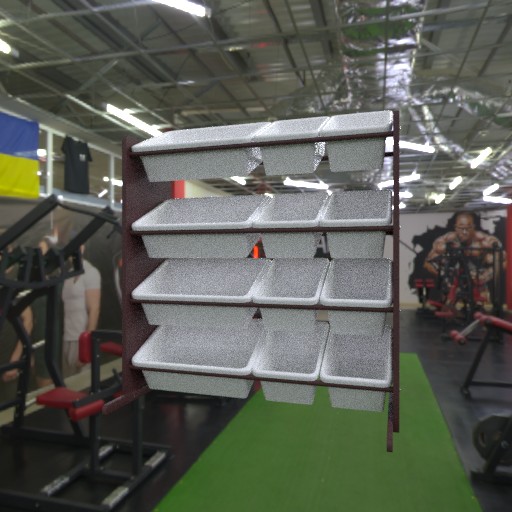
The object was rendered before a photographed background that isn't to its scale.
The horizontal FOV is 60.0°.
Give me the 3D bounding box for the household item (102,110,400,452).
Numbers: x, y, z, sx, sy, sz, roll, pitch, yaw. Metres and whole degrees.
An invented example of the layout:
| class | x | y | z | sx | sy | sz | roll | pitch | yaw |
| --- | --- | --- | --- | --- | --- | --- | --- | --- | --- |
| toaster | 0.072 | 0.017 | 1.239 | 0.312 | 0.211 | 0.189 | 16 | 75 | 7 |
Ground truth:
| class | x | y | z | sx | sy | sz | roll | pitch | yaw |
| --- | --- | --- | --- | --- | --- | --- | --- | --- | --- |
| household item | 0.000 | 0.000 | 1.273 | 0.787 | 0.864 | 0.389 | 0 | 0 | 18 |
